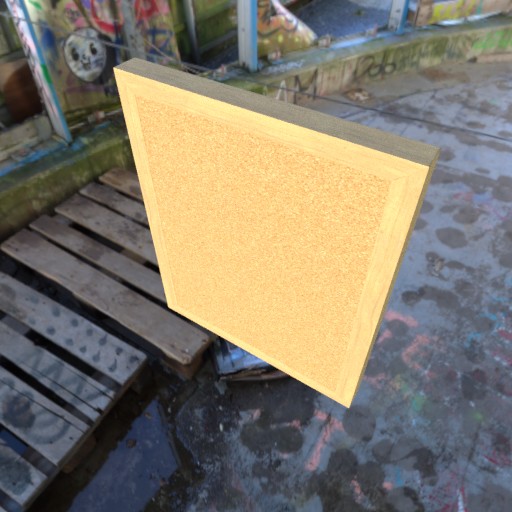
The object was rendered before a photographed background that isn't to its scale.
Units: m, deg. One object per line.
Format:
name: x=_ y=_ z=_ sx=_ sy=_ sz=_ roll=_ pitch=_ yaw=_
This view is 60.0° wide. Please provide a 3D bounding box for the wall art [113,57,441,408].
wall art: x=0.000 y=0.000 z=0.519 sx=0.312 sy=0.380 sz=0.030 roll=25 pitch=51 yaw=22
